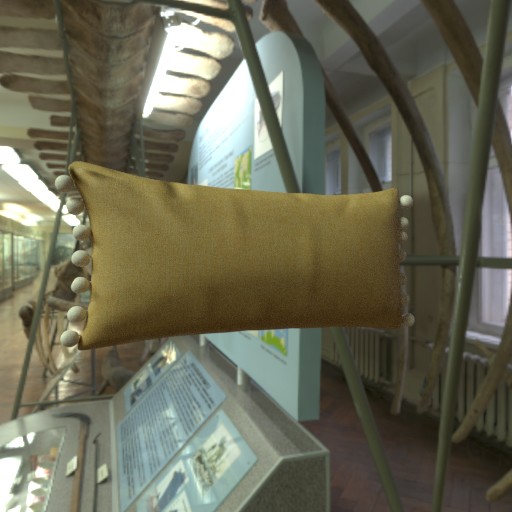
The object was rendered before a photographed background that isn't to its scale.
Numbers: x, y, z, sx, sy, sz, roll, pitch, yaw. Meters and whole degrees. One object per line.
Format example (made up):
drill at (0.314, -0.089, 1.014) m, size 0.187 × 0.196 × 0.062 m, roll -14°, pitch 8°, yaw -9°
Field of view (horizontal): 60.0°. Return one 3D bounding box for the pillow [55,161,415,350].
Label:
pillow at (0.000, 0.000, 0.857) m, size 0.709 × 0.322 × 0.201 m, roll 0°, pitch 0°, yaw -18°
